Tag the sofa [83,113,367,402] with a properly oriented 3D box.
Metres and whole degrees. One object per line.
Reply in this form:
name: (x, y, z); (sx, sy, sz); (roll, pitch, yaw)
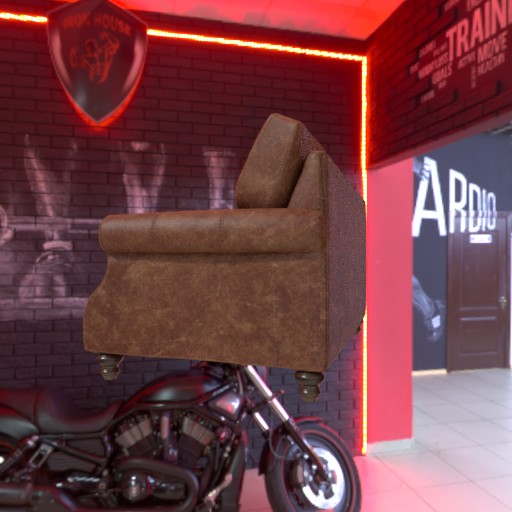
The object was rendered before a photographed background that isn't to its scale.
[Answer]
sofa: (0.000, 0.000, 2.261); (0.990, 0.967, 1.616); (0, 0, 19)
